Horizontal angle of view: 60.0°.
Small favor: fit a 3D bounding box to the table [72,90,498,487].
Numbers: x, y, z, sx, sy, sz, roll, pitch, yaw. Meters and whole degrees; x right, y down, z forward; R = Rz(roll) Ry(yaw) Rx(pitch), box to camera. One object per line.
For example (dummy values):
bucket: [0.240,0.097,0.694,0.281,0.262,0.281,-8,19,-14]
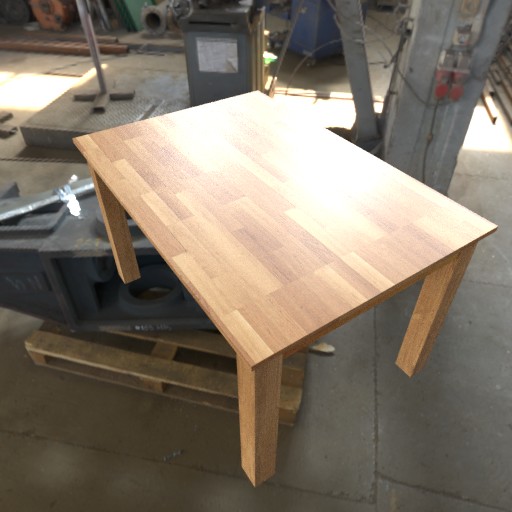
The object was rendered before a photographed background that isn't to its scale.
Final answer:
table: [0.000,0.000,1.810,0.900,0.750,1.300,-24,47,-25]
